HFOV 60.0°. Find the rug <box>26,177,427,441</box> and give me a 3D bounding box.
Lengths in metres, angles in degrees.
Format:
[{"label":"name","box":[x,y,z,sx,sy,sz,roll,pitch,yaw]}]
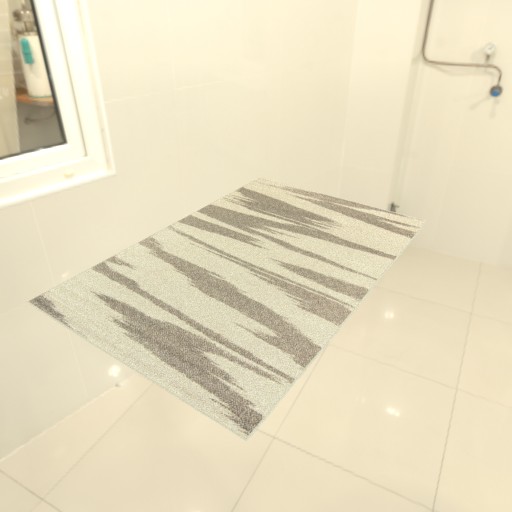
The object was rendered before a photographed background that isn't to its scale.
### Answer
[{"label":"rug","box":[0.000,0.000,2.309,1.225,0.008,1.827,20,37,29]}]
